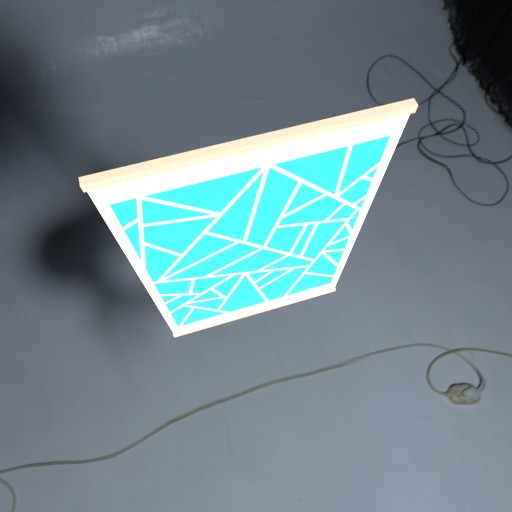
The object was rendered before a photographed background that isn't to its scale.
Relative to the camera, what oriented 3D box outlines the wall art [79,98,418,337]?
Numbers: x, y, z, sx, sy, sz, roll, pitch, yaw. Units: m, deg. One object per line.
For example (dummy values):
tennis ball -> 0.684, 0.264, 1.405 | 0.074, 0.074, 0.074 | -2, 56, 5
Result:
wall art -> 0.000, 0.000, 1.936 | 0.990, 1.519, 0.030 | -15, 65, -7
